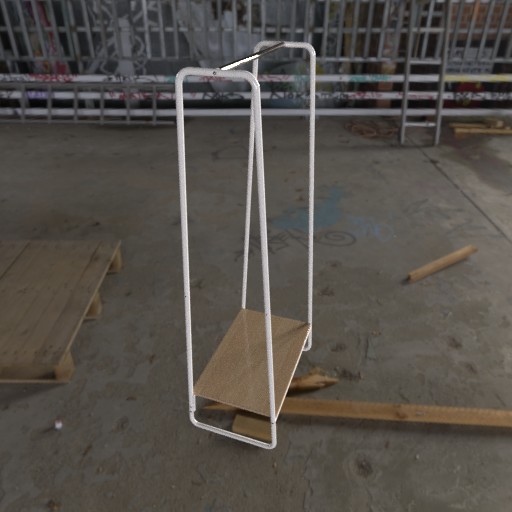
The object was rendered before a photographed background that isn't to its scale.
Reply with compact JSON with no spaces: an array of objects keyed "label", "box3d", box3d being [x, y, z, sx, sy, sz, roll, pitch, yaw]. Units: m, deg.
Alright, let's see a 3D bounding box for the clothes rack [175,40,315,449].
[{"label":"clothes rack","box3d":[0.000,0.000,1.784,0.400,1.500,0.640,11,34,17]}]
